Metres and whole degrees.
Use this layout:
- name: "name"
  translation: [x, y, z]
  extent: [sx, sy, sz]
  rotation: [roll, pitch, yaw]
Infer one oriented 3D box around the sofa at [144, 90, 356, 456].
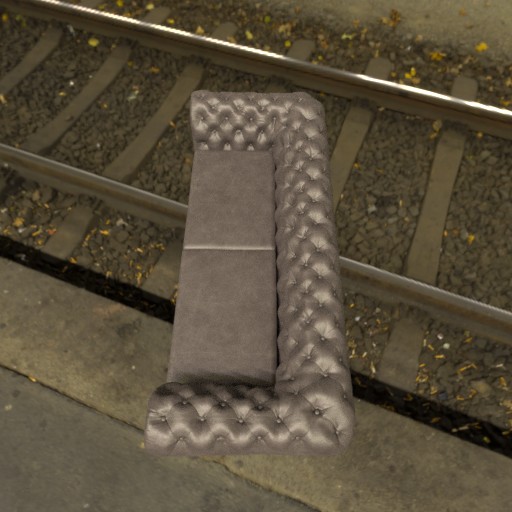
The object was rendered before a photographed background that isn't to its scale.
- name: "sofa"
  translation: [0.000, 0.000, 2.782]
  extent: [0.944, 0.783, 2.385]
  rotation: [1, 58, 0]
